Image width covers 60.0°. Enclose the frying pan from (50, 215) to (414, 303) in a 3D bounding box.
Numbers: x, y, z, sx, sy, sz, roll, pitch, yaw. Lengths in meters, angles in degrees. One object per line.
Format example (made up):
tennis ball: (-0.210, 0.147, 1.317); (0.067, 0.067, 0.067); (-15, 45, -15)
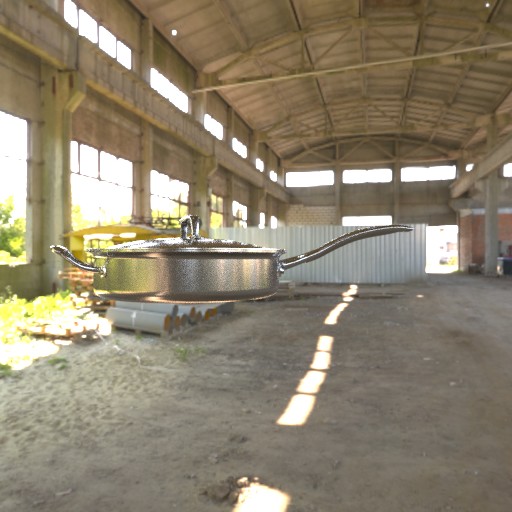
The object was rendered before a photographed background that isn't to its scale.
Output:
frying pan: (0.000, 0.000, 0.670); (0.561, 0.114, 0.280); (0, 0, -19)
